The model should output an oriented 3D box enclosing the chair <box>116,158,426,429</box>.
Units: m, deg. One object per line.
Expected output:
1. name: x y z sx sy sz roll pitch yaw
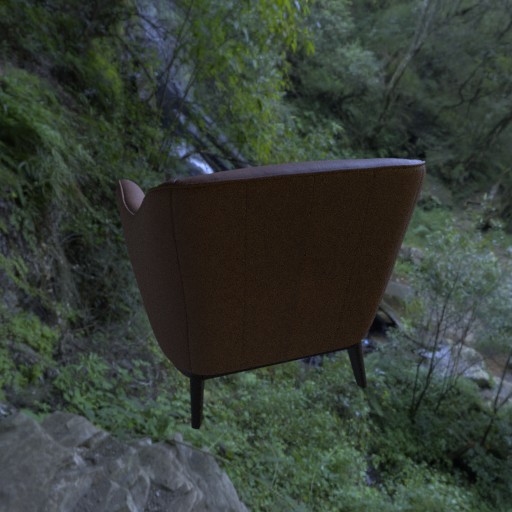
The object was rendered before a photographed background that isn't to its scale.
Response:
1. chair: 0.000 0.000 1.551 0.871 0.830 0.852 -8 27 -16
